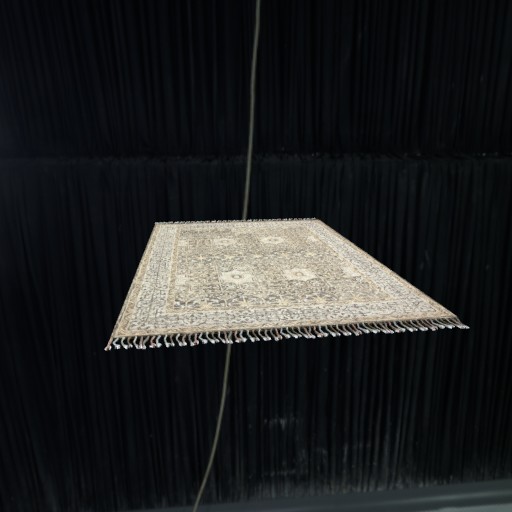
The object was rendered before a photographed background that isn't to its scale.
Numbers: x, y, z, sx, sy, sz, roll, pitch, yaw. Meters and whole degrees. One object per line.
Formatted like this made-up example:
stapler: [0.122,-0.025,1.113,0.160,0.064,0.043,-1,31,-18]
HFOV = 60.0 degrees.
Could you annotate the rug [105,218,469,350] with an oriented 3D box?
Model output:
rug: [0.000,0.000,2.429,1.237,0.010,2.029,-2,16,-8]
